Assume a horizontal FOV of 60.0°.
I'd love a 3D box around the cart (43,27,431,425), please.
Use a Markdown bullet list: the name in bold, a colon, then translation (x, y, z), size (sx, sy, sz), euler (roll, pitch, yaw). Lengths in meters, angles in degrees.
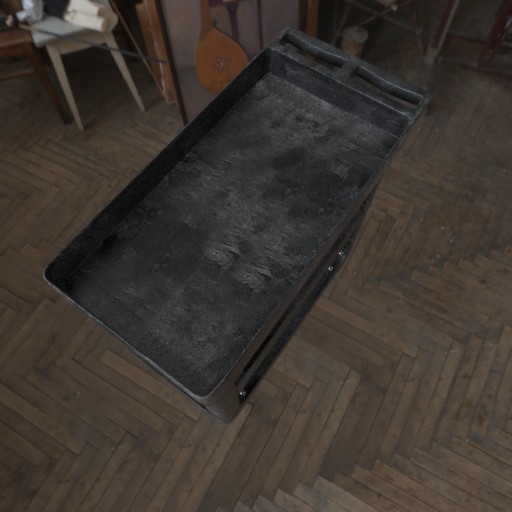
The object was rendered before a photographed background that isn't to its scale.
- **cart**: translation (0.000, 0.000, 1.327), size (0.420, 0.824, 0.877), euler (33, 69, 14)
